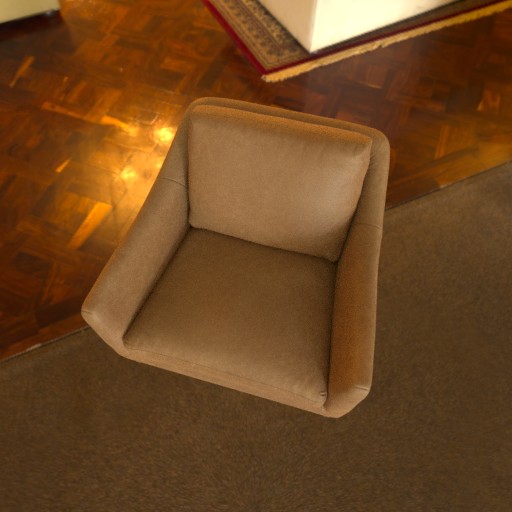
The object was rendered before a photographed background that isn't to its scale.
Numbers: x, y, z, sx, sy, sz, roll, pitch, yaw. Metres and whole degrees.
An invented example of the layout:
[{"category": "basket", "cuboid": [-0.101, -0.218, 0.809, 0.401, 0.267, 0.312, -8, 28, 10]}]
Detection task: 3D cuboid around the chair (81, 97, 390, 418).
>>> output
[{"category": "chair", "cuboid": [0.000, 0.000, 1.770, 0.988, 0.895, 0.963, 14, 60, 8]}]
